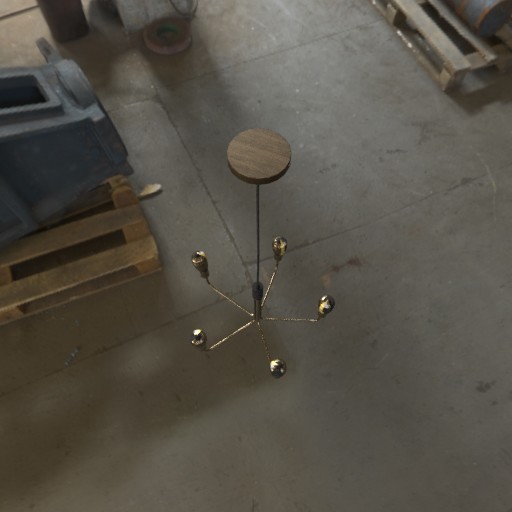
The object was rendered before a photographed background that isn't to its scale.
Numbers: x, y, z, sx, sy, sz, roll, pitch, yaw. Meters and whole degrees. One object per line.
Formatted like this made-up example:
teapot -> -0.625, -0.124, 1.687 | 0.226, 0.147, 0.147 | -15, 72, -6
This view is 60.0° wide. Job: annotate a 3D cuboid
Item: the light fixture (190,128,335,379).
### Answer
light fixture -> 0.000, 0.000, 1.407 | 0.588, 1.059, 0.532 | 18, 64, 9
